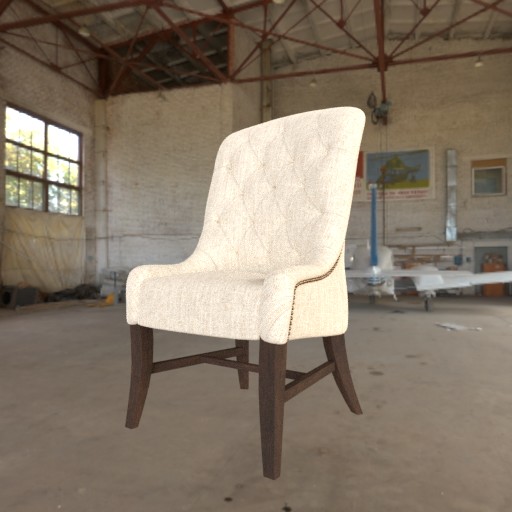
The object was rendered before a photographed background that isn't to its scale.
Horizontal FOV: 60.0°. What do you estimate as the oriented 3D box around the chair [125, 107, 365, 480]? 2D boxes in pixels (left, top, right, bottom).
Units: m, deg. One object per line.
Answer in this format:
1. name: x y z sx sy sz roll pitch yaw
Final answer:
1. chair: 0.000 0.000 1.492 0.634 1.091 0.629 -1 -1 37
